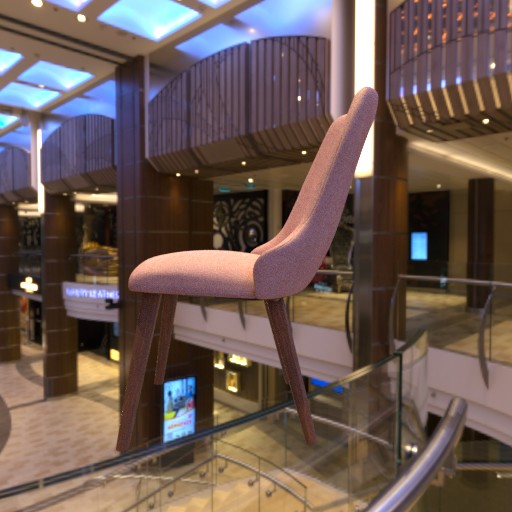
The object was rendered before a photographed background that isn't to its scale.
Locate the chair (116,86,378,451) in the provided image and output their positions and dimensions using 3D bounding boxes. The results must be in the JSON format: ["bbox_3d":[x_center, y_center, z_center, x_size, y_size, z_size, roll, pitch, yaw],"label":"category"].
[{"bbox_3d":[0.000,0.000,1.323,0.707,0.918,0.535,0,2,-1],"label":"chair"}]
